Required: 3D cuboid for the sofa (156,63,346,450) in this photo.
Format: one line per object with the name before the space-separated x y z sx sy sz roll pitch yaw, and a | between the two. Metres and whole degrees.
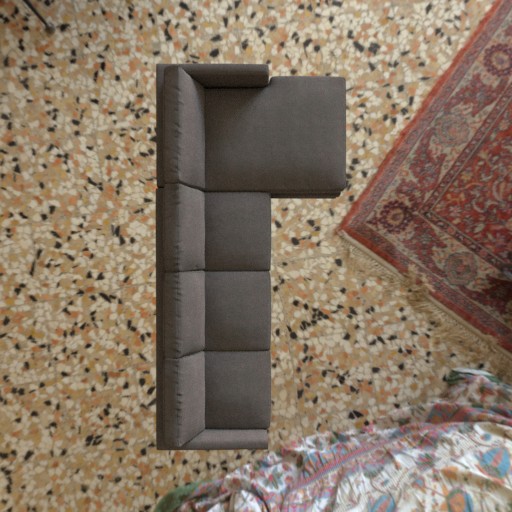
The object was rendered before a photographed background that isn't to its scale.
sofa | 0.000 0.000 3.900 1.650 0.922 3.205 0 90 -1
